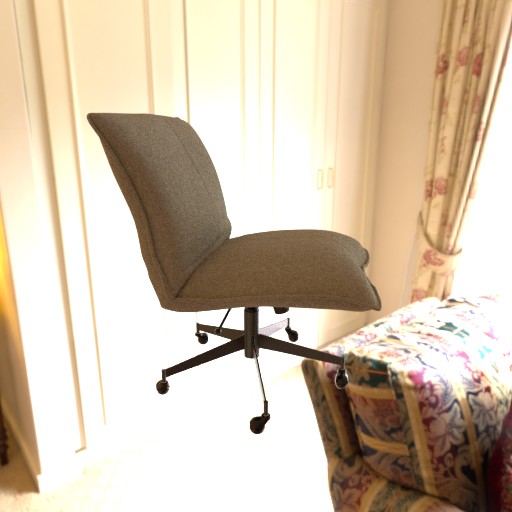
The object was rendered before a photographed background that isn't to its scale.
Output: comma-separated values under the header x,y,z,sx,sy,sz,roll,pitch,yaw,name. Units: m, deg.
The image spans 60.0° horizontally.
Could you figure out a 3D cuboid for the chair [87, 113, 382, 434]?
x,y,z,sx,sy,sz,roll,pitch,yaw,name
0.000,0.000,1.318,0.696,0.811,0.597,3,16,11,chair
